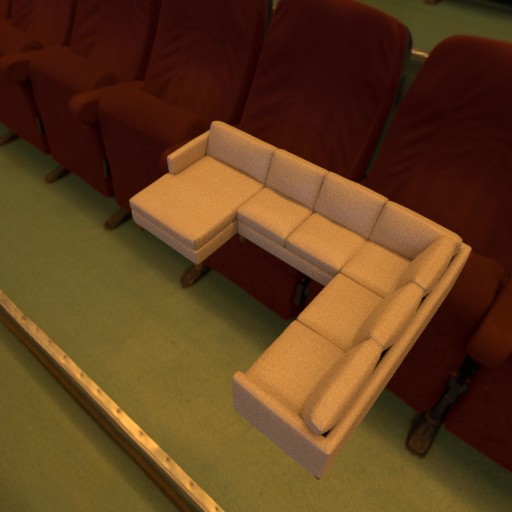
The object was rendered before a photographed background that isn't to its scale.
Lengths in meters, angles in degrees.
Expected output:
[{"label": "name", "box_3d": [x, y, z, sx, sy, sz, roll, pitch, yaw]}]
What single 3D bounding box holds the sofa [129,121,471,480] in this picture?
[{"label": "sofa", "box_3d": [0.000, 0.000, 4.619, 3.460, 0.961, 2.594, 32, 56, 25]}]
